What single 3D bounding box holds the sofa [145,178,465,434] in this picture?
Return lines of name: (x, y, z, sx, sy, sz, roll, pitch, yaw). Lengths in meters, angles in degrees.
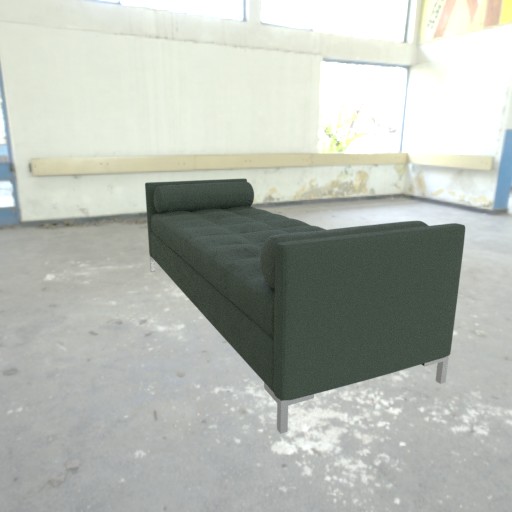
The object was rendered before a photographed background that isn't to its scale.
sofa: (0.000, 0.000, 2.470, 0.797, 0.657, 2.102, -7, 17, -24)
